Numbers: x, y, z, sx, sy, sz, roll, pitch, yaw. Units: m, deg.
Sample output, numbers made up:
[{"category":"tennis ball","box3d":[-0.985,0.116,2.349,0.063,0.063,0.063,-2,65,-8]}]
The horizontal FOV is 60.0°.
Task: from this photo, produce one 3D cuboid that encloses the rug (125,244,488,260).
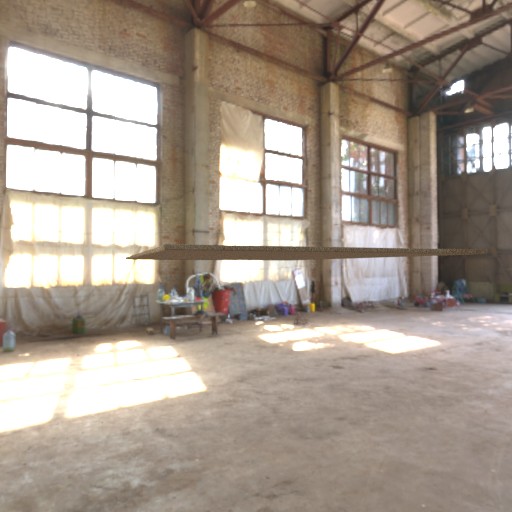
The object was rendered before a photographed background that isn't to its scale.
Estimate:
[{"category":"rug","box3d":[0.000,0.000,3.458,1.800,0.025,2.699,1,-1,-20]}]
